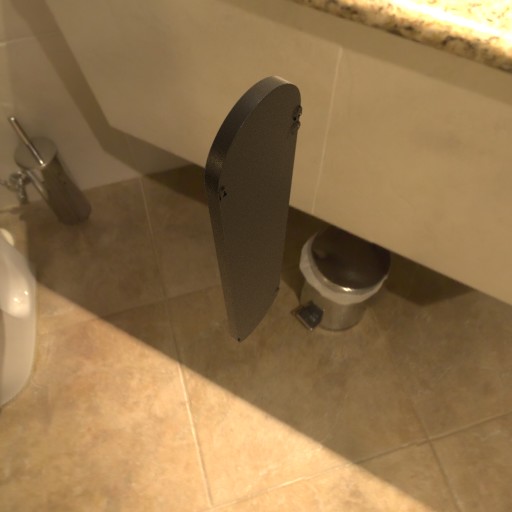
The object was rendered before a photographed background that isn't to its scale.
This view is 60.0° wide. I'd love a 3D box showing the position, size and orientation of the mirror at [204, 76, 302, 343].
[{"bbox_3d":[0.000,0.000,1.061,0.032,0.991,0.222,33,68,16],"label":"mirror"}]
